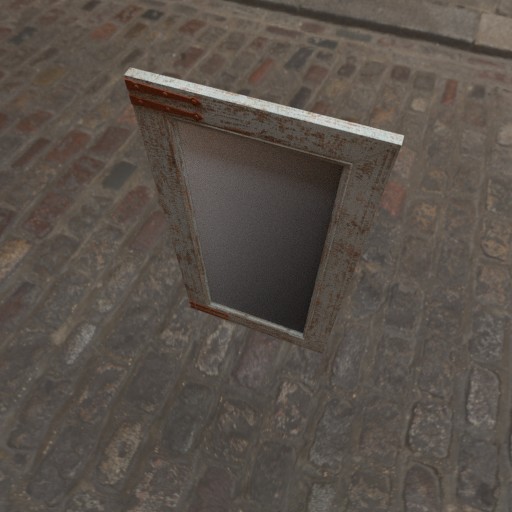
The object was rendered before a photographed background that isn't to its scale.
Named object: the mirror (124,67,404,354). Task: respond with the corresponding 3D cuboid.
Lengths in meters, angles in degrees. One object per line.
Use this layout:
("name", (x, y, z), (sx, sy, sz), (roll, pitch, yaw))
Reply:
("mirror", (0.000, 0.000, 1.102), (0.472, 0.922, 0.027), (18, 60, 11))
